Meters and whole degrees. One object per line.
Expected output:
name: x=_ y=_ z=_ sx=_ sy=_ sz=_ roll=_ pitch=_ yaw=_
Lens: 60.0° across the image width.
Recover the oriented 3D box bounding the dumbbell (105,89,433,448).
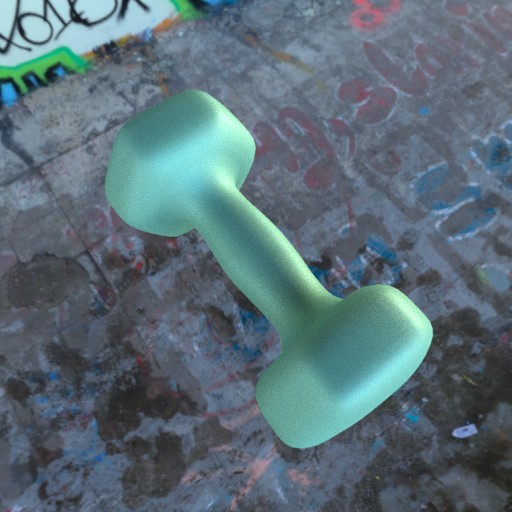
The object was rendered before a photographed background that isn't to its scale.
dumbbell: x=0.000 y=0.000 z=0.326 sx=0.129 sy=0.117 sz=0.260 roll=-34 pitch=69 yaw=-15
